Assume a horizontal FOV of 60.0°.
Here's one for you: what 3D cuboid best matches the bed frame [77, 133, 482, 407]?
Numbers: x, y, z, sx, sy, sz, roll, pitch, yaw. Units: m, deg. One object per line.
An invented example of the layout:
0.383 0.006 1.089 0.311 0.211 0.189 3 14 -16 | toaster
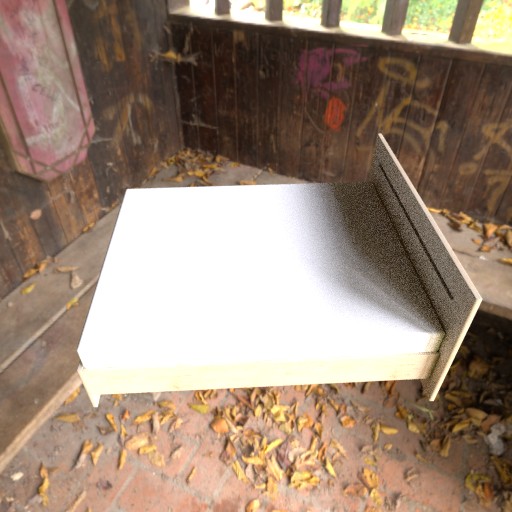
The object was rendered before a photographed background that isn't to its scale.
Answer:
0.000 0.000 3.061 2.080 0.900 1.800 -2 41 -2 | bed frame
